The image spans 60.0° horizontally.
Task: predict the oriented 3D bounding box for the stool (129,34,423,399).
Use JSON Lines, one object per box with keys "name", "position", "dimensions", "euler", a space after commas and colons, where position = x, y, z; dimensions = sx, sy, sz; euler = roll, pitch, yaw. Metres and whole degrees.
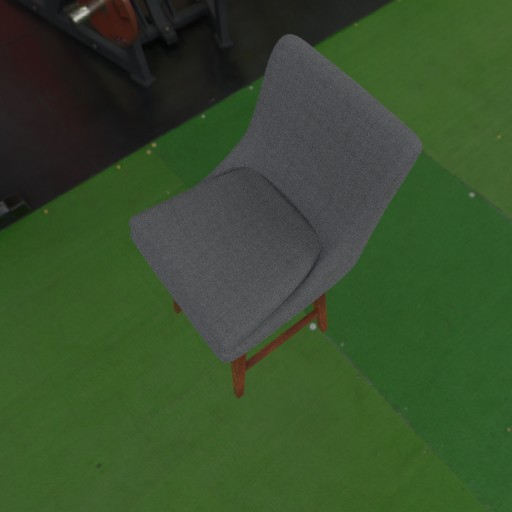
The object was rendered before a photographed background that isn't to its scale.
{"name": "stool", "position": [0.000, 0.000, 1.257], "dimensions": [0.524, 0.977, 0.447], "euler": [-34, 68, -16]}
